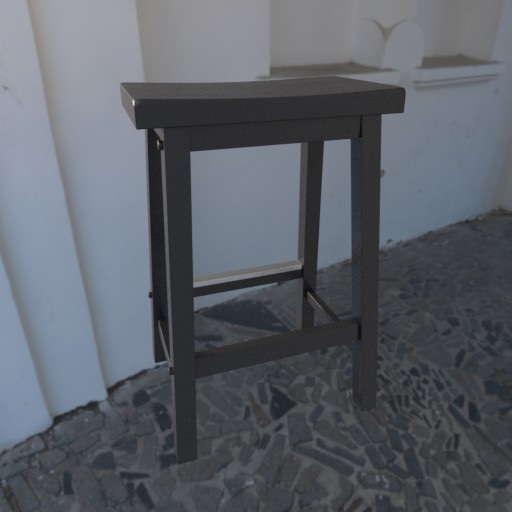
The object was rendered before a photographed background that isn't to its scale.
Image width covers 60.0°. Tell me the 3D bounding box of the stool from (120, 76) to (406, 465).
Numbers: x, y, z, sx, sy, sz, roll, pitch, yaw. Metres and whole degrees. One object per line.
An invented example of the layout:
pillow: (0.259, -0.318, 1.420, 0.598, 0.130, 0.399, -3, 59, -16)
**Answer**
stool: (0.000, 0.000, 0.842, 0.406, 0.610, 0.322, -9, 28, -17)
